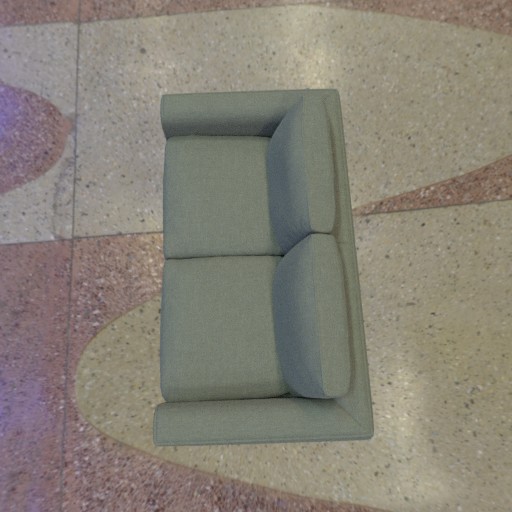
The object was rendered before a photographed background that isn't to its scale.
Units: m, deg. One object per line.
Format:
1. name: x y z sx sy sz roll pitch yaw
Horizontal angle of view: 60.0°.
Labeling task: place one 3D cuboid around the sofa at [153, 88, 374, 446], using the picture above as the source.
1. sofa: 0.000 0.000 2.453 1.069 0.800 1.920 -2 74 -1
